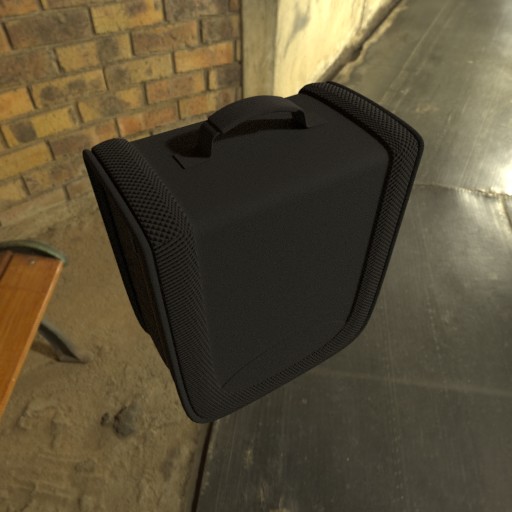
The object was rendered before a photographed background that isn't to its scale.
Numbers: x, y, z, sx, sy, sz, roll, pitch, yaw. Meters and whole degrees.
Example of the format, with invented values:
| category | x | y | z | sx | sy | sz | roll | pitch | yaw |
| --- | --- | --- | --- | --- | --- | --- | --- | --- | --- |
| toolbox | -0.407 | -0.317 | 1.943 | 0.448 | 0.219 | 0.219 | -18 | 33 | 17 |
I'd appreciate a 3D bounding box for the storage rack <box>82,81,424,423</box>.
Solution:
| category | x | y | z | sx | sy | sz | roll | pitch | yaw |
| --- | --- | --- | --- | --- | --- | --- | --- | --- | --- |
| storage rack | 0.000 | 0.000 | 0.538 | 0.297 | 0.387 | 0.168 | -23 | 50 | -21 |
